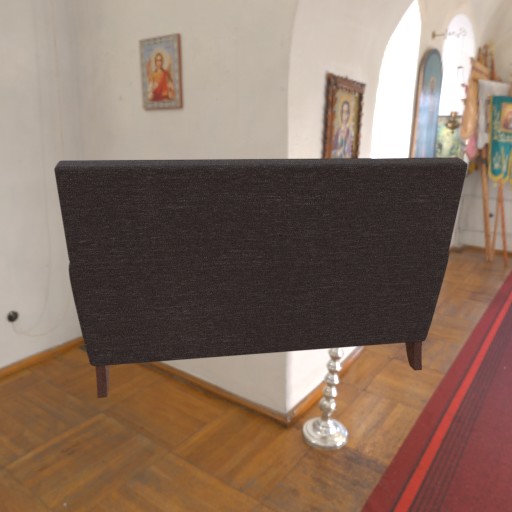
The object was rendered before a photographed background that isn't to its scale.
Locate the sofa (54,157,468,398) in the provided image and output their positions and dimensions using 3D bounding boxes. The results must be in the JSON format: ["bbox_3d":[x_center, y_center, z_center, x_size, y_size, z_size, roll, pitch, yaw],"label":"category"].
[{"bbox_3d":[0.000,0.000,2.029,1.509,0.905,0.867,-2,15,-9],"label":"sofa"}]
